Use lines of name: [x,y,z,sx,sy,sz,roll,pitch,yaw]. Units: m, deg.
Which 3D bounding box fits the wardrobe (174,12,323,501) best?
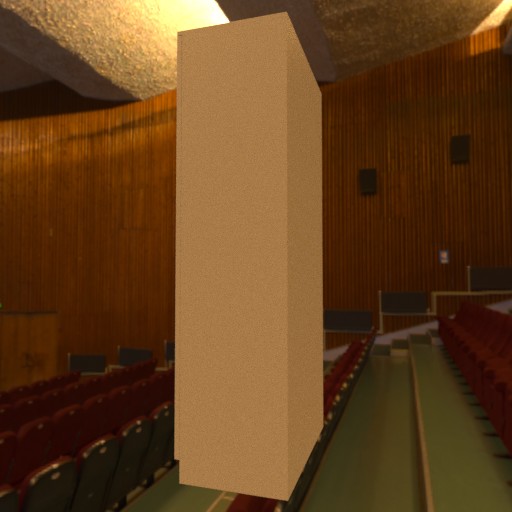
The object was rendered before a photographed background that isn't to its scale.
wardrobe: [0.000,0.000,1.971,0.470,1.700,0.760,-1,-2,18]
